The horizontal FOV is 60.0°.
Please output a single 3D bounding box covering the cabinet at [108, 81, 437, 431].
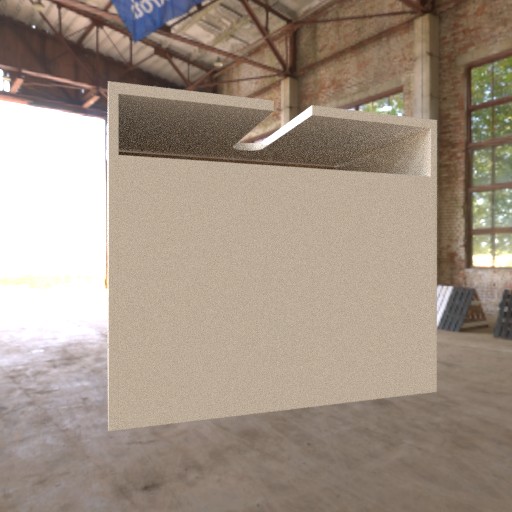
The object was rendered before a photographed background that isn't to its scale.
[{"bbox_3d":[0.000,0.000,0.945,0.600,0.522,0.400,0,0,-19],"label":"cabinet"}]
